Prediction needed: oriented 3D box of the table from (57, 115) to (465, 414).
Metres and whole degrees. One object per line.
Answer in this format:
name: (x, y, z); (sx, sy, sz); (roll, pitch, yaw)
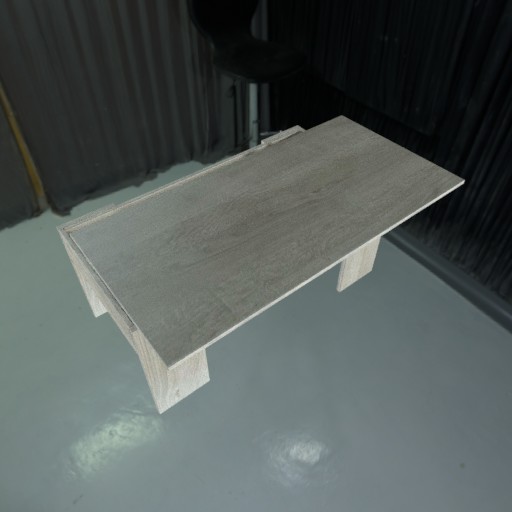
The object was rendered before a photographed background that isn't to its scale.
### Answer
table: (0.000, 0.000, 1.478); (1.000, 0.570, 0.711); (-29, 52, -26)
